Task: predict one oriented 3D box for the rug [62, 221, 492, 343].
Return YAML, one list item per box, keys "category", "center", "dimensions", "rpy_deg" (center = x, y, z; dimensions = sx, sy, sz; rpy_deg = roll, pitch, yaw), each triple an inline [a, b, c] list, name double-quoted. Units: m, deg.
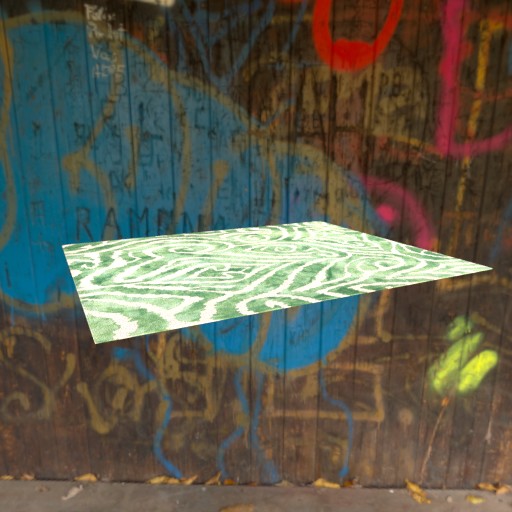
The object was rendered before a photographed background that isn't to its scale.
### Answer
- category: "rug"
  center: [0.000, 0.000, 3.965]
  dimensions: [3.045, 0.007, 2.436]
  rpy_deg: [-7, 16, -26]
